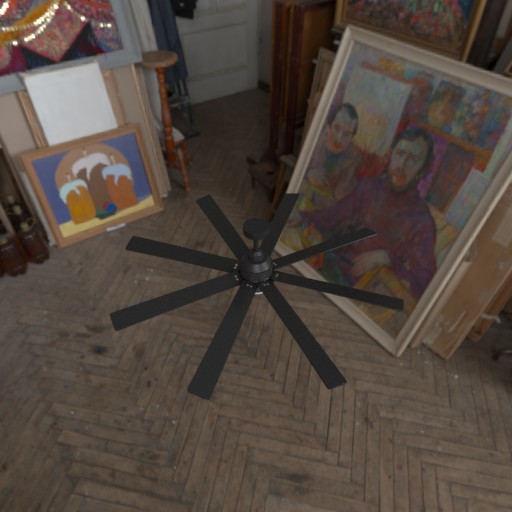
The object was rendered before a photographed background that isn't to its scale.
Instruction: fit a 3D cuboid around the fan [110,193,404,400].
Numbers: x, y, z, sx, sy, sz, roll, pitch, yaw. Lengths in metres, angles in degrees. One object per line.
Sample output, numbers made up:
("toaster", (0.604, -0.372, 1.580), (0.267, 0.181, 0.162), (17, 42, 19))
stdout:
("fan", (0.000, 0.000, 2.729), (1.830, 0.472, 1.830), (13, 44, 13))
